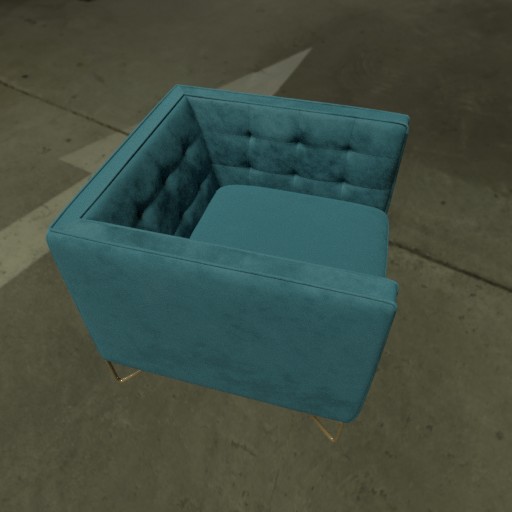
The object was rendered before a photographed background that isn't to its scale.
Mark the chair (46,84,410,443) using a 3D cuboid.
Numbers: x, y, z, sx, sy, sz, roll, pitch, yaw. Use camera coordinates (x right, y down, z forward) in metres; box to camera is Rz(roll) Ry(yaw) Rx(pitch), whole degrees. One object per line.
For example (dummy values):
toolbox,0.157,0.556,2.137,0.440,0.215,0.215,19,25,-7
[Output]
chair,0.000,0.000,1.577,0.894,0.790,0.880,11,47,11
